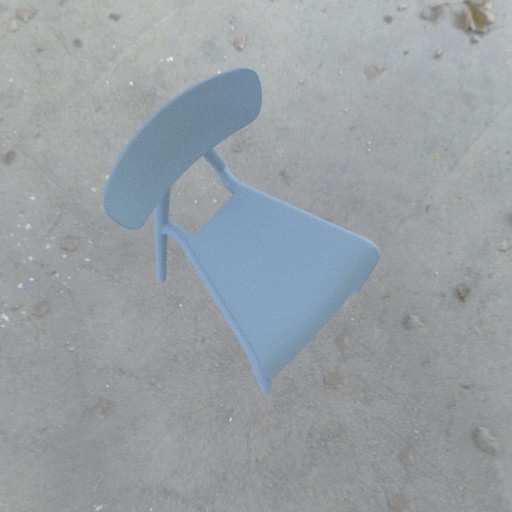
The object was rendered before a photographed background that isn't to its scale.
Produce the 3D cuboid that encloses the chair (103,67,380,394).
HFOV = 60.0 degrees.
[{"bbox_3d":[0.000,0.000,0.843,0.401,0.580,0.356,42,79,10],"label":"chair"}]
